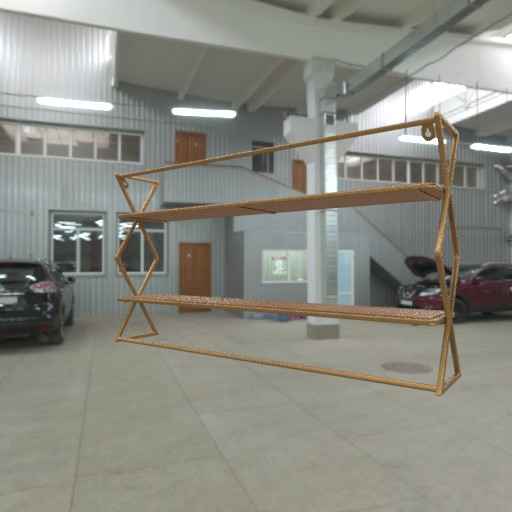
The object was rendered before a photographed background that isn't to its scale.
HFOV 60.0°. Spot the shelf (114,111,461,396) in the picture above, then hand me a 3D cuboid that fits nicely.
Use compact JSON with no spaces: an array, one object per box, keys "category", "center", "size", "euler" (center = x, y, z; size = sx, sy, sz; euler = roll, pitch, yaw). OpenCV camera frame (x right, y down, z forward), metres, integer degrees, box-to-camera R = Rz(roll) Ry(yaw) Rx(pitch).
[{"category":"shelf","center":[0.000,0.000,0.998],"size":[0.822,0.450,0.150],"euler":[-1,-1,36]}]
